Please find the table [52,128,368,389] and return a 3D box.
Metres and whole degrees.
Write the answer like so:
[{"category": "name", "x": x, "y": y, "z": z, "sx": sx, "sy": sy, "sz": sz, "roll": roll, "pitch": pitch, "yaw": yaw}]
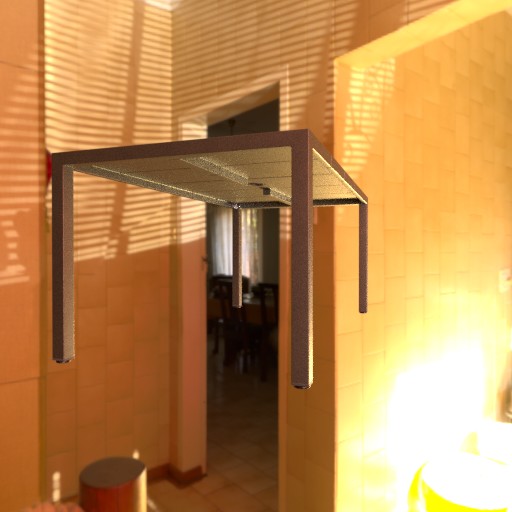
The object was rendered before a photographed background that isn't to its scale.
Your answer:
[{"category": "table", "x": 0.000, "y": 0.000, "z": 2.182, "sx": 0.914, "sy": 0.735, "sz": 1.680, "roll": 0, "pitch": 1, "yaw": 20}]
